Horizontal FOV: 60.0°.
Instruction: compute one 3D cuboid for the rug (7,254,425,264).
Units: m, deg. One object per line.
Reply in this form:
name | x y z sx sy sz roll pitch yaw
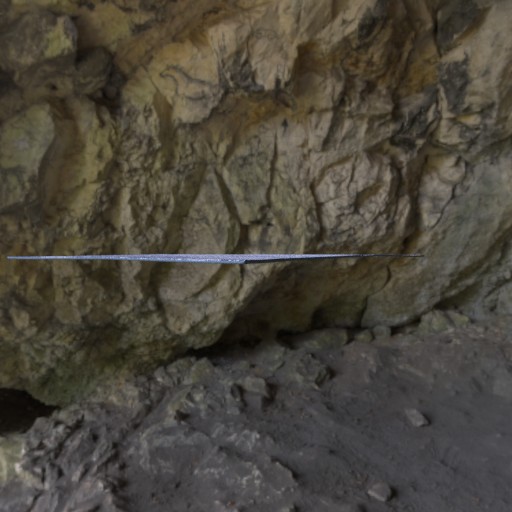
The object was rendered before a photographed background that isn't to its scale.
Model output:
rug | 0.000 0.000 2.141 1.145 0.021 1.777 0 1 35
